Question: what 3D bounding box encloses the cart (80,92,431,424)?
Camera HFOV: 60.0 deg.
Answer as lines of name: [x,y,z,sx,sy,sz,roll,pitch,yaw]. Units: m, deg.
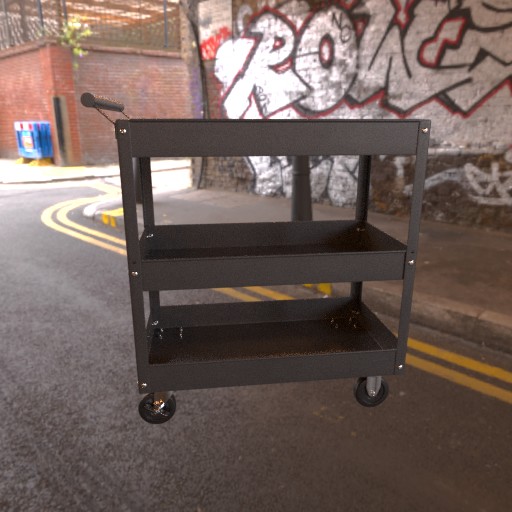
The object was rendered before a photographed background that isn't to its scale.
cart: [0.000,0.000,1.165,0.719,0.780,0.366,-2,17,-7]
